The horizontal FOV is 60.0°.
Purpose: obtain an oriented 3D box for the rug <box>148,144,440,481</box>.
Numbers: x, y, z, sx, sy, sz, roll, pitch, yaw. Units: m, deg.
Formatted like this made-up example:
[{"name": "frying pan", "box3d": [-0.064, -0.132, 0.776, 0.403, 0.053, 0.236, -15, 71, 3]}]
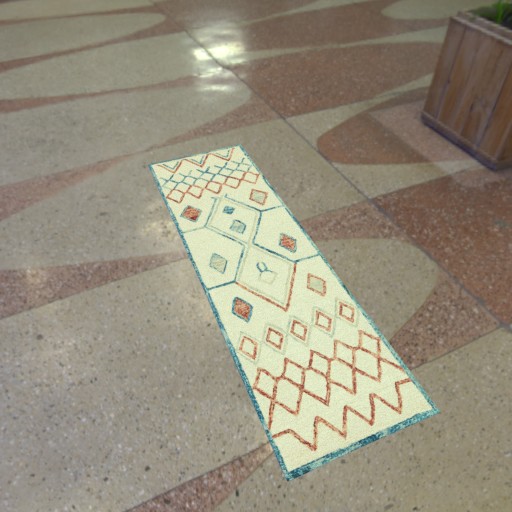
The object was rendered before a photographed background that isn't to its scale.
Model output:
[{"name": "rug", "box3d": [0.000, 0.000, 2.652, 0.750, 0.011, 2.435, -16, 47, -16]}]
